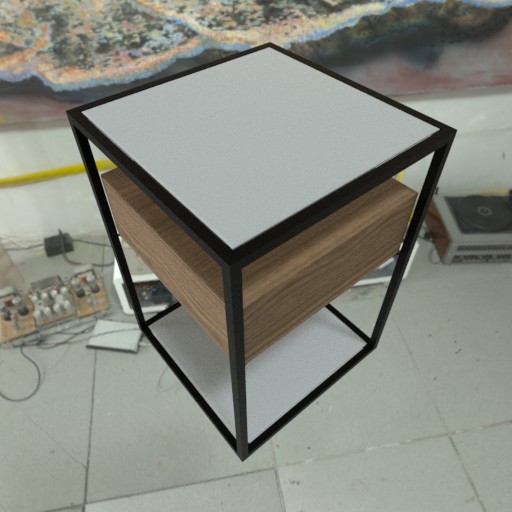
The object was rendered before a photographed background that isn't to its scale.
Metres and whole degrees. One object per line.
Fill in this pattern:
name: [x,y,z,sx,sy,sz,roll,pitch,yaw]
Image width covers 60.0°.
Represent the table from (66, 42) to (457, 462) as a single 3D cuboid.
table: [0.000,0.000,0.798,0.378,0.540,0.378,-31,54,-26]
